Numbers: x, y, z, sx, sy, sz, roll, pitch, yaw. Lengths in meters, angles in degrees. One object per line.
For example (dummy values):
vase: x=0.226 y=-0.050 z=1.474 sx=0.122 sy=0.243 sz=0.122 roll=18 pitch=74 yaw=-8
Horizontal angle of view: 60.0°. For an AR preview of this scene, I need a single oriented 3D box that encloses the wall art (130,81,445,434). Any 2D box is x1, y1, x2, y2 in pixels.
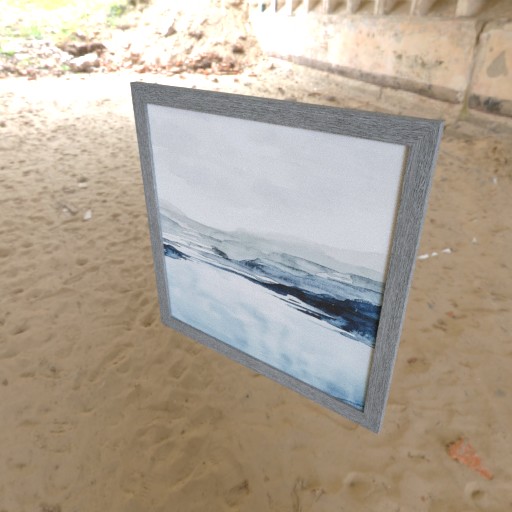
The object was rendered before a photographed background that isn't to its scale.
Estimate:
wall art: x=0.000 y=0.000 z=1.002 sx=0.685 sy=0.685 sz=0.020 roll=19 pitch=35 yaw=30
